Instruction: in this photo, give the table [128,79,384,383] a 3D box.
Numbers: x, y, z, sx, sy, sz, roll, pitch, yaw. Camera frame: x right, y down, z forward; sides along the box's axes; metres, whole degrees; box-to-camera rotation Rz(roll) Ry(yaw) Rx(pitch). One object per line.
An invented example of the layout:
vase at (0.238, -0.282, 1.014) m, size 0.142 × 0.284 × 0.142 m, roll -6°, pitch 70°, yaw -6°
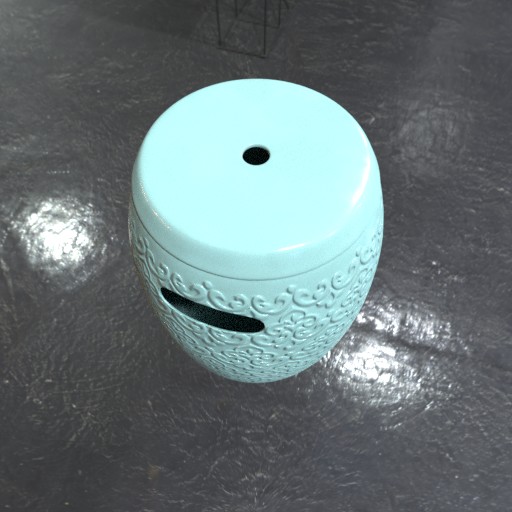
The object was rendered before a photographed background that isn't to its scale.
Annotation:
table at (0.000, 0.000, 0.604) m, size 0.309 × 0.397 × 0.309 m, roll 0°, pitch 59°, yaw 0°
